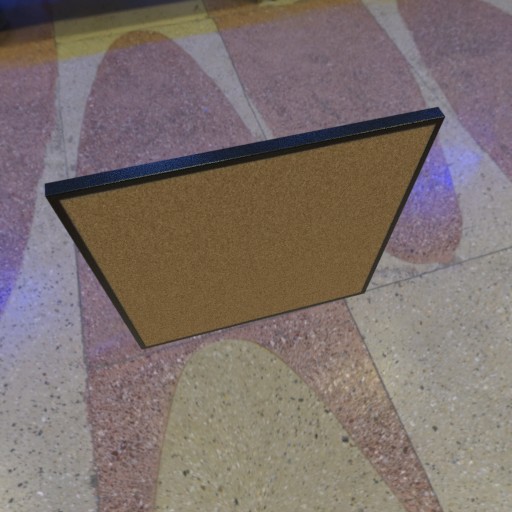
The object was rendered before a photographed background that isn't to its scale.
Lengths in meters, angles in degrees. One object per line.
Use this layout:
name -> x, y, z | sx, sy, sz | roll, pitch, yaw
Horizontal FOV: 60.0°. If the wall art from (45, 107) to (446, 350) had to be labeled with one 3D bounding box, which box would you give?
wall art -> 0.000, 0.000, 0.526 | 0.349, 0.349, 0.014 | -13, 59, -8
